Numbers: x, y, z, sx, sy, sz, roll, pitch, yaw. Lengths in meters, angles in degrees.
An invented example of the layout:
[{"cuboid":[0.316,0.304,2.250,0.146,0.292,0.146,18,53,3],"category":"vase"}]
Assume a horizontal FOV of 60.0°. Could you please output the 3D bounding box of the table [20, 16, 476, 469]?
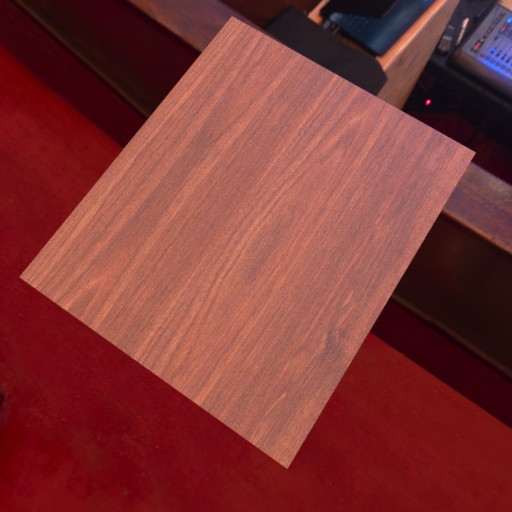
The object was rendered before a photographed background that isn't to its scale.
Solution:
[{"cuboid":[0.000,0.000,1.115,0.559,0.635,0.660,33,78,8],"category":"table"}]
